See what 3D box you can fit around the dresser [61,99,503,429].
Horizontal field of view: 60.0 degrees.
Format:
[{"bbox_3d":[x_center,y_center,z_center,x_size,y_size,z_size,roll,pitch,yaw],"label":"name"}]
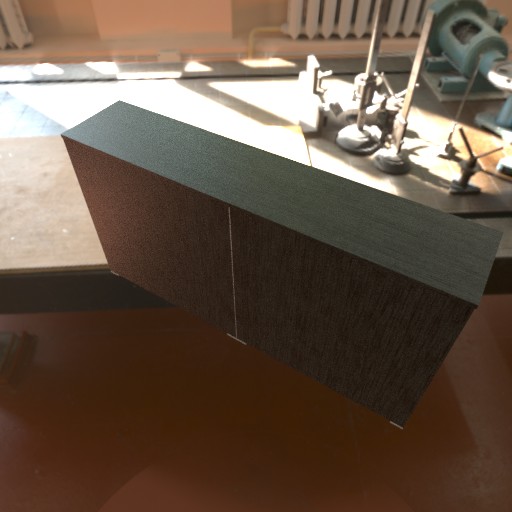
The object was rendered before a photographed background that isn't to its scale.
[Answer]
[{"bbox_3d":[0.000,0.000,1.787,1.535,0.790,0.333,24,51,21],"label":"dresser"}]
